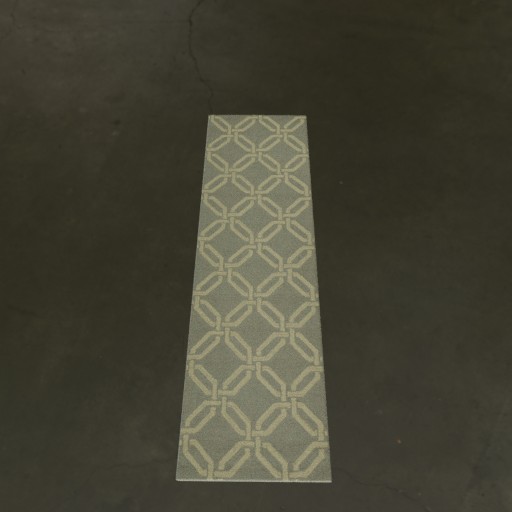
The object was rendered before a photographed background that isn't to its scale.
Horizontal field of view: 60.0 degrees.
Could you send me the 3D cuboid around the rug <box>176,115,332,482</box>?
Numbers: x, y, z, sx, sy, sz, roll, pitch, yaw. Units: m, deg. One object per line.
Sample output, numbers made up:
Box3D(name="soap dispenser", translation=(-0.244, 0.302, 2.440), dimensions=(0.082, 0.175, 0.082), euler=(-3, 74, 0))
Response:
Box3D(name="rug", translation=(0.000, 0.000, 2.504), dimensions=(0.678, 0.014, 2.276), euler=(0, 59, 0))
